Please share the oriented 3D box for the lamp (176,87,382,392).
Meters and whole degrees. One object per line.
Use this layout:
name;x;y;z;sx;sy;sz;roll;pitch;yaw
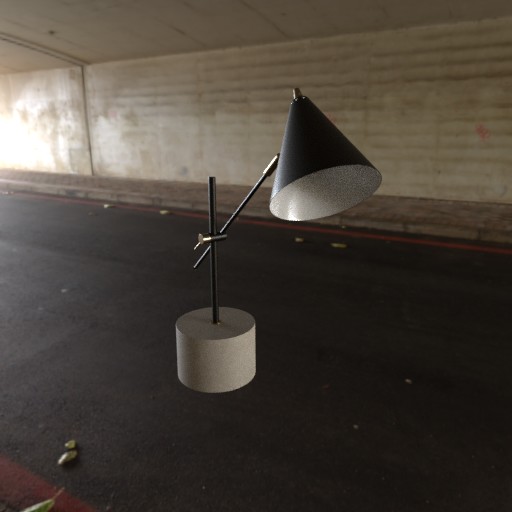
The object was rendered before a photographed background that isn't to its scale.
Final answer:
lamp;0.000;0.000;0.731;0.214;0.518;0.403;-8;18;-27
